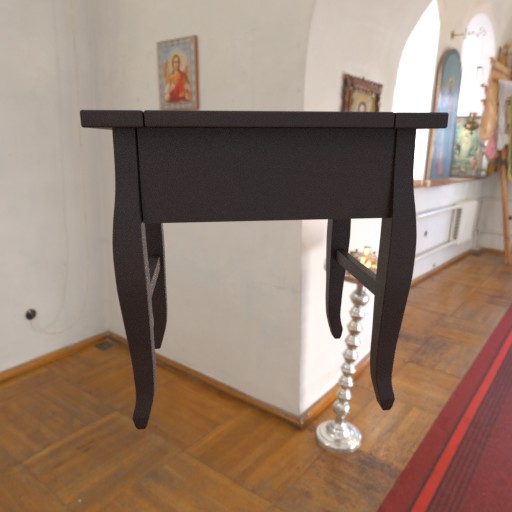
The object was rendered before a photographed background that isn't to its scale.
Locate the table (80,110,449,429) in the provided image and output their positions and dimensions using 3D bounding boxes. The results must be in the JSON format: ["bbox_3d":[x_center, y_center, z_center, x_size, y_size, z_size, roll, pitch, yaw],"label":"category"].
[{"bbox_3d":[0.000,0.000,1.012,0.602,0.605,0.460,-2,15,-7],"label":"table"}]
